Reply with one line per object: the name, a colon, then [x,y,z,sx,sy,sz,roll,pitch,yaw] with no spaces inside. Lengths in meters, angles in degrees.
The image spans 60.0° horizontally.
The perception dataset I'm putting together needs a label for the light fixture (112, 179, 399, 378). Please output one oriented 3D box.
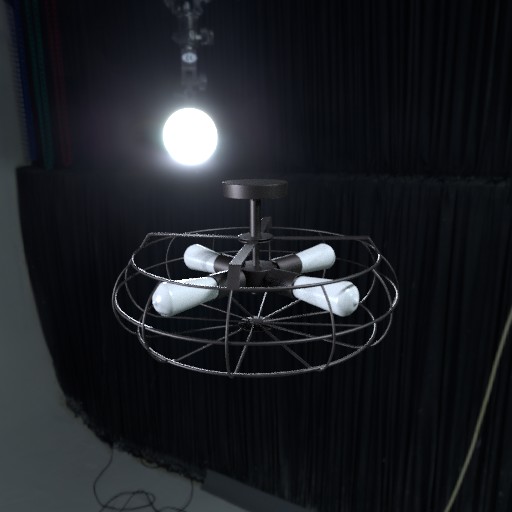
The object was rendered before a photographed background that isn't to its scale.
light fixture: [0.000,0.000,0.931,0.582,0.311,0.582,0,14,0]
